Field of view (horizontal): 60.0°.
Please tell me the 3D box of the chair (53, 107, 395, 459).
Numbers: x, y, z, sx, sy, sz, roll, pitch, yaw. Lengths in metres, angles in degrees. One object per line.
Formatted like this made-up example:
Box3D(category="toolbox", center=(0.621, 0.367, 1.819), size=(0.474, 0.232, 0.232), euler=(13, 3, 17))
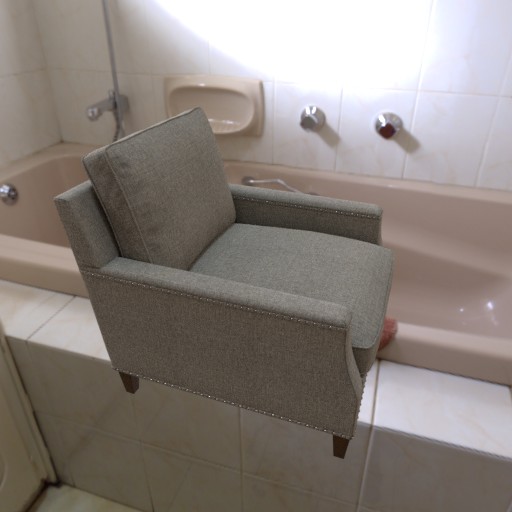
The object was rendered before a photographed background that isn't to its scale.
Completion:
Box3D(category="chair", center=(0.000, 0.000, 1.697), size=(1.014, 0.943, 0.853), euler=(10, 32, 17))
